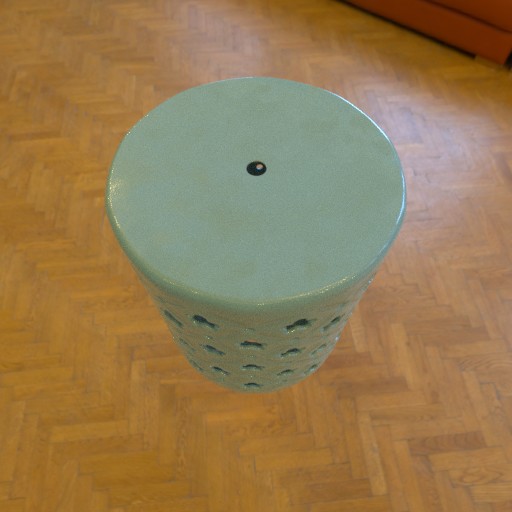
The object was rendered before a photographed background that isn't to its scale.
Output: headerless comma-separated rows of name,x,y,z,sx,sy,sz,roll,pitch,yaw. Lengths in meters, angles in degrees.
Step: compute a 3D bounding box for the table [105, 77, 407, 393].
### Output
table,0.000,0.000,0.675,0.352,0.387,0.352,0,58,0
